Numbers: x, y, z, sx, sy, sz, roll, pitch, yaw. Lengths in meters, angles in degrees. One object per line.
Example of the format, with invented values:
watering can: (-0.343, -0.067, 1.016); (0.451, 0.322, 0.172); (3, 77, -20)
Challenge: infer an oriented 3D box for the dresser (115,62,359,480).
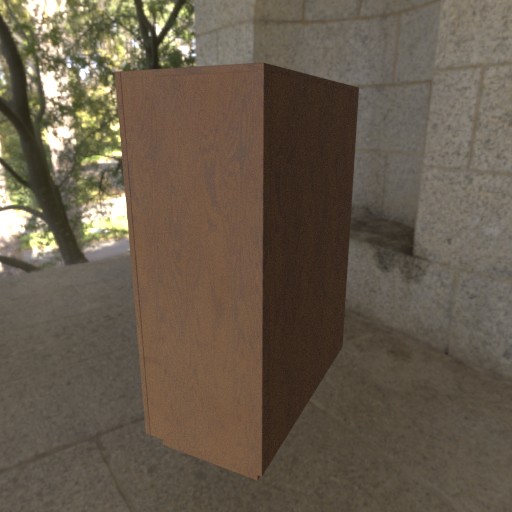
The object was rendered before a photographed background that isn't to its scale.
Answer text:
dresser: (0.000, 0.000, 1.795); (0.516, 1.320, 0.964); (8, 19, 25)
